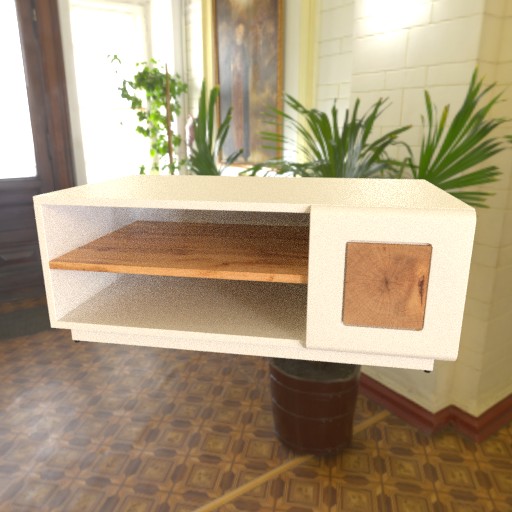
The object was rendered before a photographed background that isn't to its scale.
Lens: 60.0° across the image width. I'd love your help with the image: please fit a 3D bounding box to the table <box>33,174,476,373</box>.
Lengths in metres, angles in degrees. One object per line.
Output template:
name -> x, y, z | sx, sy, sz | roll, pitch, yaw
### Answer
table -> 0.000, 0.000, 1.421 | 1.097, 0.442, 0.639 | 3, 16, 9
